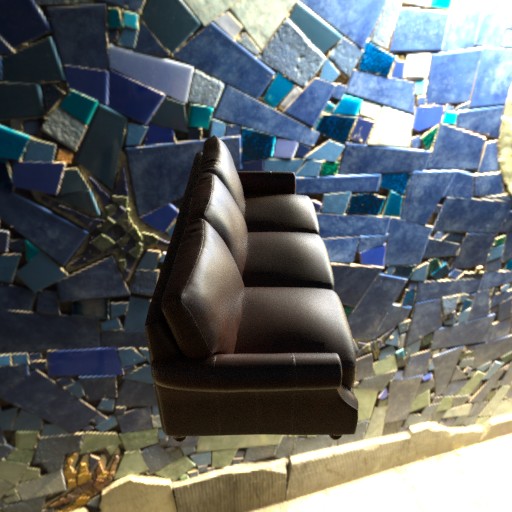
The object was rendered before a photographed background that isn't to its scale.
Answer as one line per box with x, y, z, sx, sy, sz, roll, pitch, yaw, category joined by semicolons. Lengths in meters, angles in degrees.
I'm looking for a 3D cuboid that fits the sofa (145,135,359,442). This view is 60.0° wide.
0.000;0.000;2.904;0.973;0.977;2.351;0;32;-1;sofa
